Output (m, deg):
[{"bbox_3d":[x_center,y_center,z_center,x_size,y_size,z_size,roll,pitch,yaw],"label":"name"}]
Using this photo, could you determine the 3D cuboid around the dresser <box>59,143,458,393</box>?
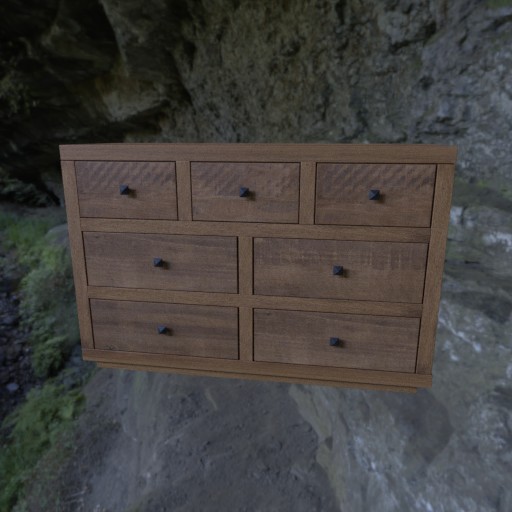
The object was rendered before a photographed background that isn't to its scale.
[{"bbox_3d":[0.000,0.000,1.690,1.261,0.825,0.479,2,15,9],"label":"dresser"}]
